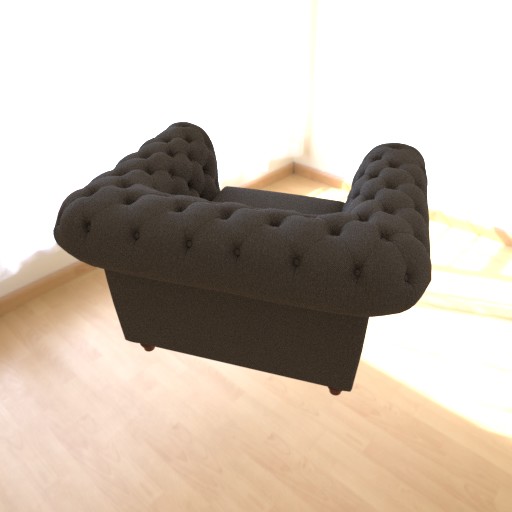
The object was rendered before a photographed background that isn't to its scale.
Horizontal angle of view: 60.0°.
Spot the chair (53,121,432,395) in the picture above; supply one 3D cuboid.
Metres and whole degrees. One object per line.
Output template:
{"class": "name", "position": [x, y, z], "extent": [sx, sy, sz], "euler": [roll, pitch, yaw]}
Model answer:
{"class": "chair", "position": [0.000, 0.000, 1.841], "extent": [1.270, 0.770, 0.976], "euler": [9, 35, 14]}
